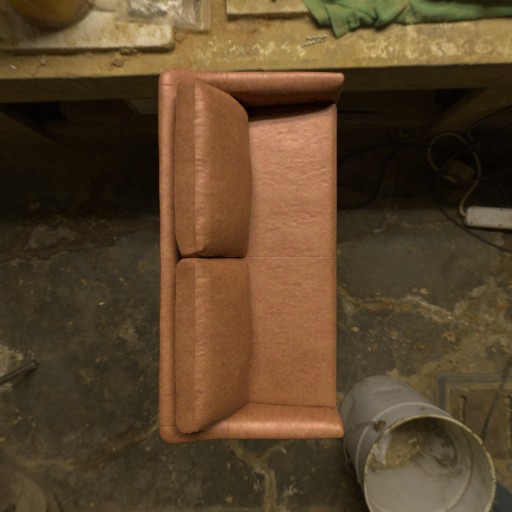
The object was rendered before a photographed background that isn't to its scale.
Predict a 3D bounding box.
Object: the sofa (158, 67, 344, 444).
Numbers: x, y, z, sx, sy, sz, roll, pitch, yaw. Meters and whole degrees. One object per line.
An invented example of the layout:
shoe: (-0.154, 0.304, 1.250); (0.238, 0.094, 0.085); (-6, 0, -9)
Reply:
sofa: (0.000, 0.000, 2.581); (0.981, 0.945, 2.036); (0, 90, 1)
